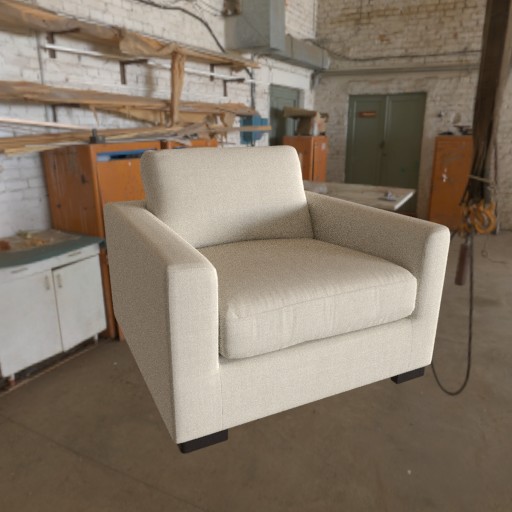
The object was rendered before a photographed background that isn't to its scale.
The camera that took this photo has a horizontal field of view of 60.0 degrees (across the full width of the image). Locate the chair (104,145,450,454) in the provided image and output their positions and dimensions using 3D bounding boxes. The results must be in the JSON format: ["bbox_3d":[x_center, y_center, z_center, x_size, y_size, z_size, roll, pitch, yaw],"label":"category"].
[{"bbox_3d":[0.000,0.000,1.888,1.070,0.876,1.100,-8,18,-25],"label":"chair"}]
